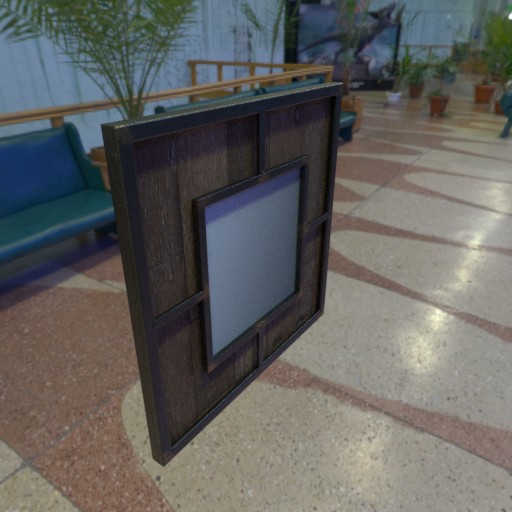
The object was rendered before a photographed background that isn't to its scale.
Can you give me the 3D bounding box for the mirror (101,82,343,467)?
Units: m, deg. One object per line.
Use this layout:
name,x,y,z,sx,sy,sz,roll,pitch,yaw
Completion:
mirror,0.000,0.000,0.562,0.020,0.381,0.382,18,32,32
